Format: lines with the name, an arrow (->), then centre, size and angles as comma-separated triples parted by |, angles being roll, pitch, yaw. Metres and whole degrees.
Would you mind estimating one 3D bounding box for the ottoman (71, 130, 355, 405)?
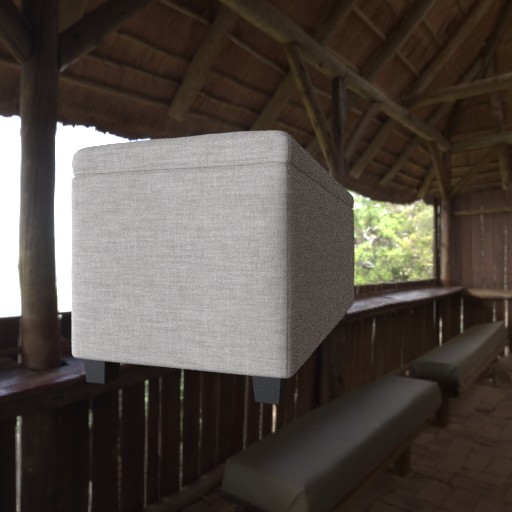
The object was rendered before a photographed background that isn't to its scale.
ottoman -> 0.000, 0.000, 1.125 | 0.419, 0.432, 0.902 | 0, 2, 18
